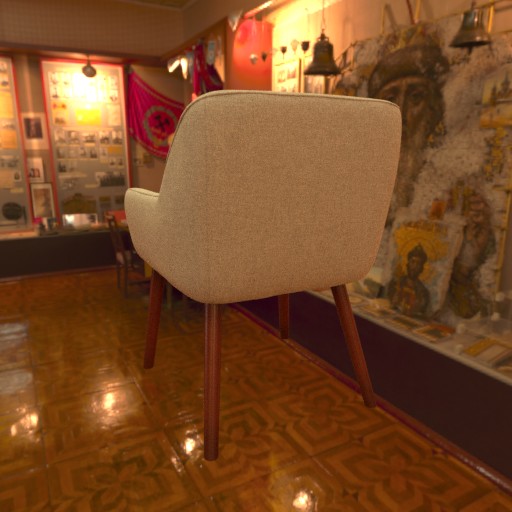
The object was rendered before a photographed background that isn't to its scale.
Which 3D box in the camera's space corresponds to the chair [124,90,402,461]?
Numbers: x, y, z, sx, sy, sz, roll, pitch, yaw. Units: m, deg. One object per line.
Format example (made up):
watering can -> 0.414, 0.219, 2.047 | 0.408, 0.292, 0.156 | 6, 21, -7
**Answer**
chair -> 0.000, 0.000, 1.260 | 0.610, 0.813, 0.610 | -7, 15, -26
